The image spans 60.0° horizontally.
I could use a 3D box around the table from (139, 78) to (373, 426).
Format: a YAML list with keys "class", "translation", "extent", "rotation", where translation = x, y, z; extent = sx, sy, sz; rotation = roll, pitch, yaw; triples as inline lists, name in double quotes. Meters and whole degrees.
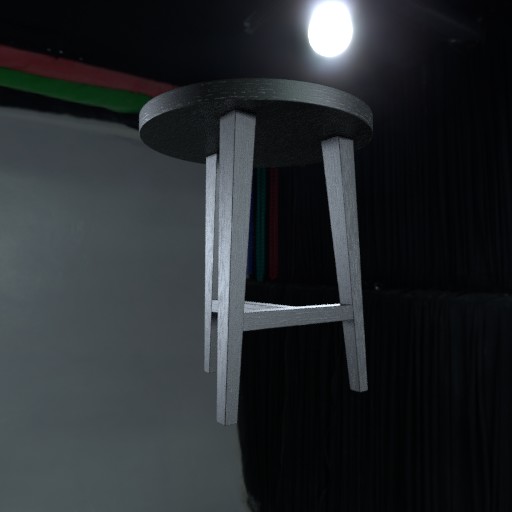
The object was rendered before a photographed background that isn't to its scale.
- class: "table"
  translation: [0.000, 0.000, 0.777]
  extent: [0.399, 0.460, 0.399]
  rotation: [0, -1, 0]
